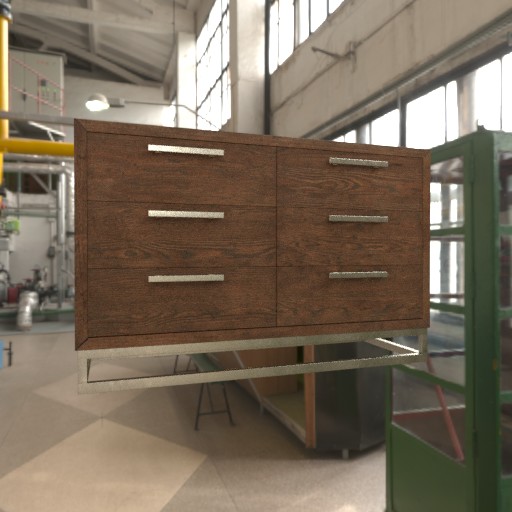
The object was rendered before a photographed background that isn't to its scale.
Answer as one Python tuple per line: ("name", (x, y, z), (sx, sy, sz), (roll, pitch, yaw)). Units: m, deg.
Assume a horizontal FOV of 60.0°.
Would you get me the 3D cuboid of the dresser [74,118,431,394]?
("dresser", (0.000, 0.000, 2.217), (1.646, 1.061, 0.623), (0, 1, -18))
